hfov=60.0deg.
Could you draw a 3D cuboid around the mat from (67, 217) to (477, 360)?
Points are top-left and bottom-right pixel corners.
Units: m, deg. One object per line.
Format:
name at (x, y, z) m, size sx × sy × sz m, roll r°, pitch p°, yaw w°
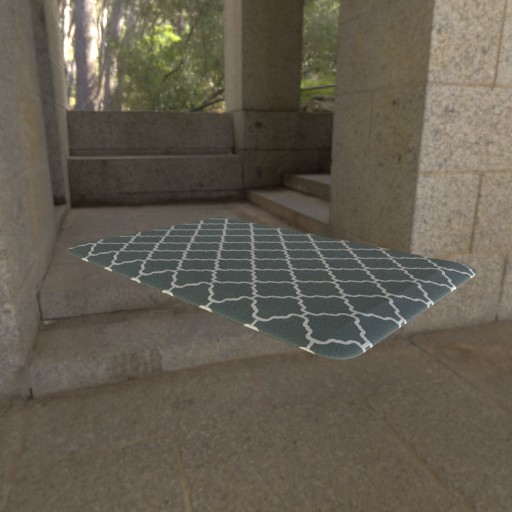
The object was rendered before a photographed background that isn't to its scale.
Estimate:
mat at (0.000, 0.000, 0.953) m, size 0.762 × 0.021 × 0.508 m, roll 14°, pitch 21°, yaw 41°
